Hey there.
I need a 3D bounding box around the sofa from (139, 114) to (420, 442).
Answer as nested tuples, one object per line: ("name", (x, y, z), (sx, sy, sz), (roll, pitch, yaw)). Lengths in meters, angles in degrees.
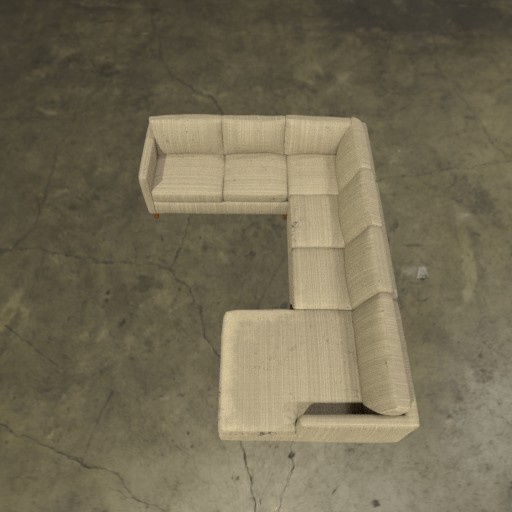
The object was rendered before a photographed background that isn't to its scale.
("sofa", (0.000, 0.000, 4.524), (2.594, 0.961, 3.460), (0, 58, 0))
